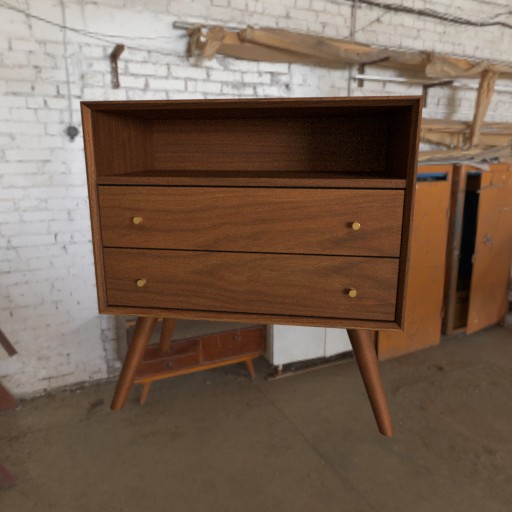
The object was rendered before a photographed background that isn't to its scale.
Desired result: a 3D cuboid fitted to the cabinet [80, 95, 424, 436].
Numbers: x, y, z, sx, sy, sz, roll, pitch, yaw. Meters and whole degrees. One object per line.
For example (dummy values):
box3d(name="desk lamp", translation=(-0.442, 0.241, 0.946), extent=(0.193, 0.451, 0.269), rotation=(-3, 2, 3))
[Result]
box3d(name="cabinet", translation=(0.000, 0.000, 1.168), extent=(0.712, 0.748, 0.388), rotation=(2, 14, 9))
